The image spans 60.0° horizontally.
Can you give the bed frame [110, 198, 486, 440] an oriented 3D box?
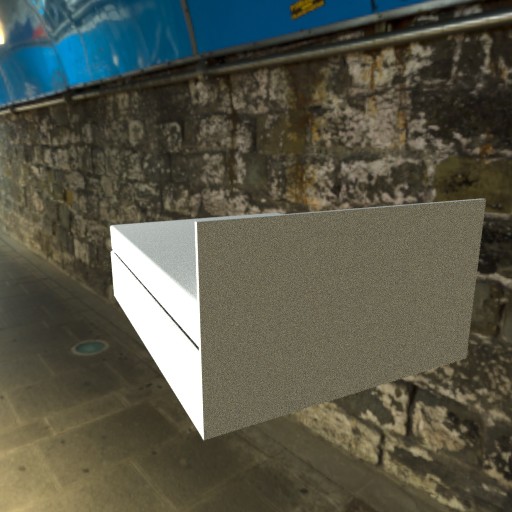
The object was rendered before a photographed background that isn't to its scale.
[{"bbox_3d":[0.000,0.000,2.641,1.400,0.800,1.900,-7,16,-26],"label":"bed frame"}]
